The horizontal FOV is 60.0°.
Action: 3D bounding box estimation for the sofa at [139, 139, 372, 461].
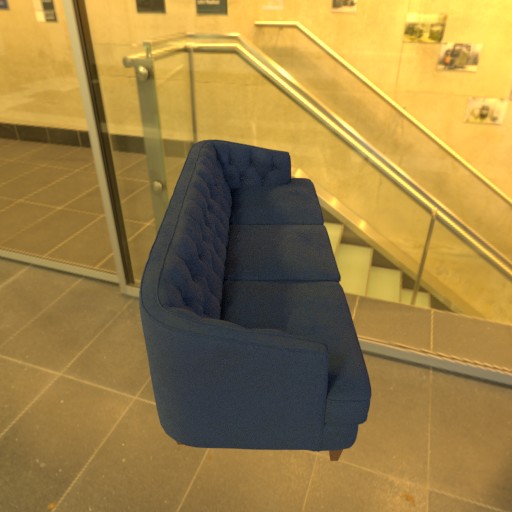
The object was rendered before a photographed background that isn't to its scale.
[{"bbox_3d":[0.000,0.000,2.688,0.941,0.855,2.278,0,32,0],"label":"sofa"}]
